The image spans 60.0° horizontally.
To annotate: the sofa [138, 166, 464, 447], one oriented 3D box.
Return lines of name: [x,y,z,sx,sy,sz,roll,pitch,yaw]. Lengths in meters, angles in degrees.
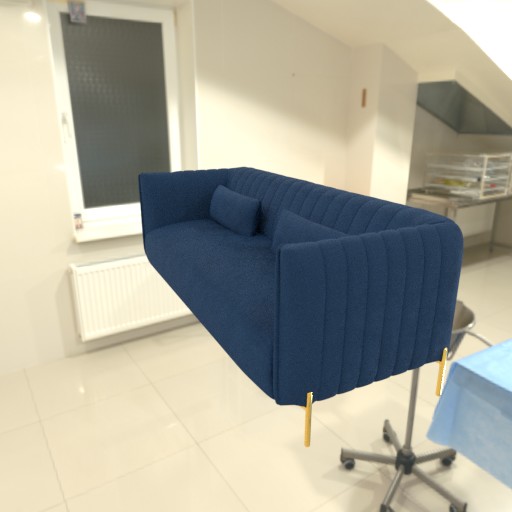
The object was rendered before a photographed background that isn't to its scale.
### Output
sofa: [0.000,0.000,2.563,0.896,0.793,2.136,-9,20,-25]
